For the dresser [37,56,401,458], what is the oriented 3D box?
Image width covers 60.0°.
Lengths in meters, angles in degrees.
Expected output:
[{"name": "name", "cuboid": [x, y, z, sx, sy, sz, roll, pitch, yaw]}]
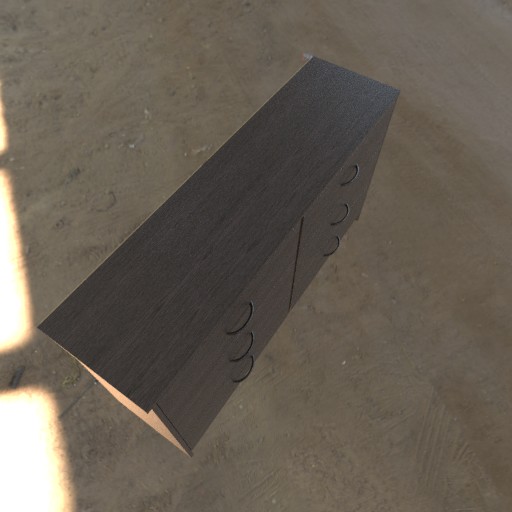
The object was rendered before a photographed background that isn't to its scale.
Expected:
[{"name": "dresser", "cuboid": [0.000, 0.000, 1.664, 0.401, 0.755, 1.360, 30, 62, 18]}]
